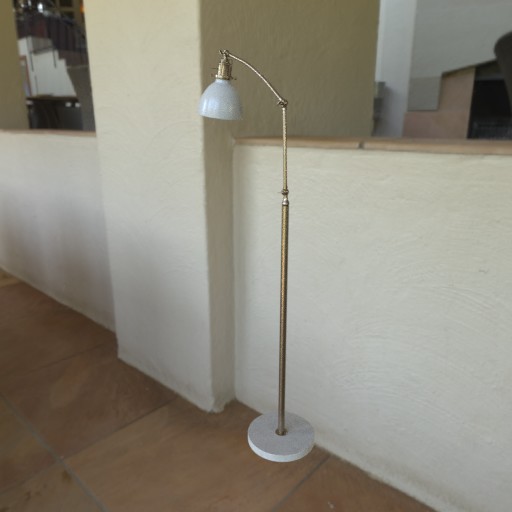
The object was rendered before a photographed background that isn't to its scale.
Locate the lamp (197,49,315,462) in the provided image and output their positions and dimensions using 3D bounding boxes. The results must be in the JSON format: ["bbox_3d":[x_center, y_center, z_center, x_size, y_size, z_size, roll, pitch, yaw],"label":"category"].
[{"bbox_3d":[0.000,0.000,1.812,0.288,1.586,0.599,-15,22,-42],"label":"lamp"}]
